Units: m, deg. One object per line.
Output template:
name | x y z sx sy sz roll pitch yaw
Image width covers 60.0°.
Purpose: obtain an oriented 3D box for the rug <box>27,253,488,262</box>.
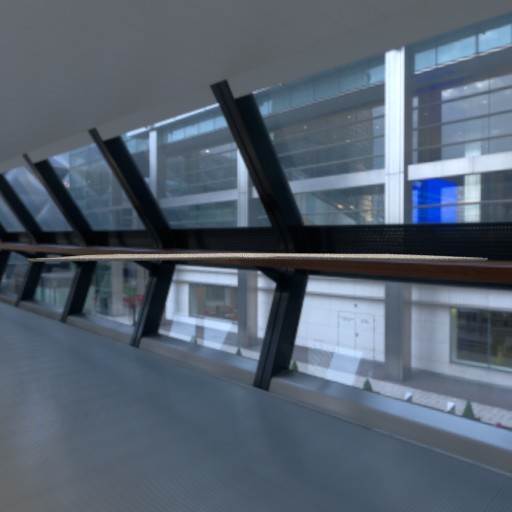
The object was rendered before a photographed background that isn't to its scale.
rug | 0.000 0.000 2.999 2.307 0.030 1.604 0 1 -1
